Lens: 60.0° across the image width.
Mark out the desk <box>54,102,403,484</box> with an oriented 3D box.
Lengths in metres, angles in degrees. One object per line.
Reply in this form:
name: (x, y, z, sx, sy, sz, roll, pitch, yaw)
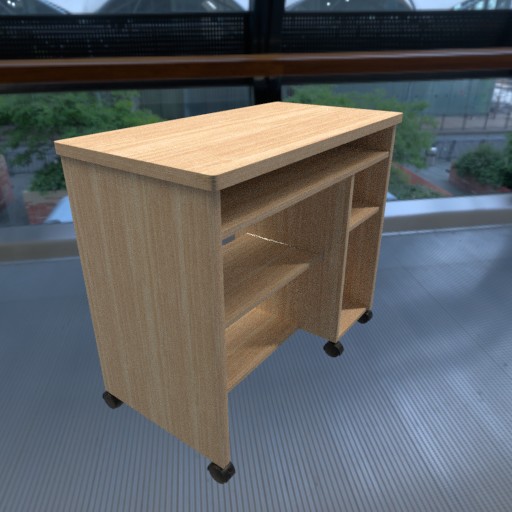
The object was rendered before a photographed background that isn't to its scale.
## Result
desk: (0.000, 0.000, 1.336, 0.480, 0.770, 0.884, 18, 31, 32)
